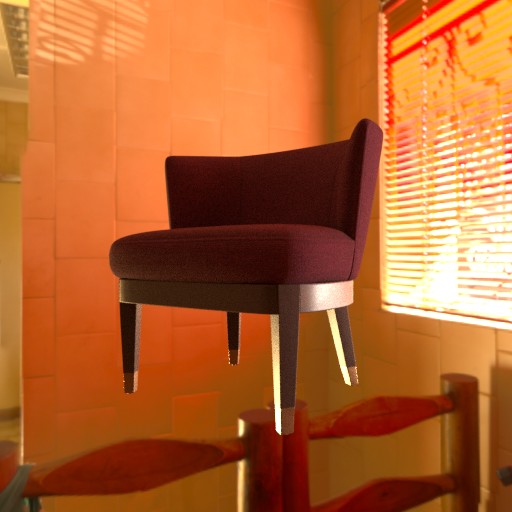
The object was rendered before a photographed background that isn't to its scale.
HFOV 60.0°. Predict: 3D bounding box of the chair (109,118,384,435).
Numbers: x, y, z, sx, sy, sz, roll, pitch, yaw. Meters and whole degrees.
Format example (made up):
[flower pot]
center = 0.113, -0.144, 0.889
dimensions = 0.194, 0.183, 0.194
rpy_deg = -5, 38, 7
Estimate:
[chair]
center = 0.000, 0.000, 1.290
dimensions = 0.700, 0.760, 0.660
rpy_deg = 0, -1, 35
